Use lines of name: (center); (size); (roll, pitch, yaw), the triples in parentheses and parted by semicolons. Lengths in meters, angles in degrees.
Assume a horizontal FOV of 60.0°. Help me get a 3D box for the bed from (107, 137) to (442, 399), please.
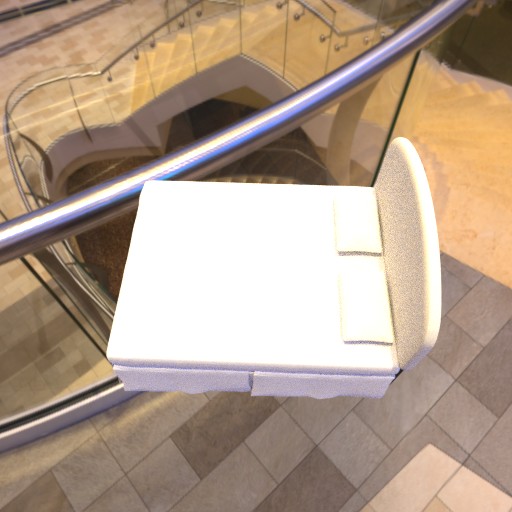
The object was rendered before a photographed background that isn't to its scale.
bed: (0.000, 0.000, 3.127); (2.005, 1.410, 1.607); (2, 59, 1)
